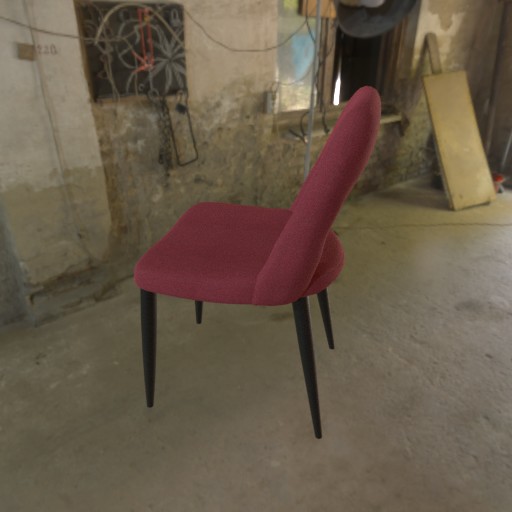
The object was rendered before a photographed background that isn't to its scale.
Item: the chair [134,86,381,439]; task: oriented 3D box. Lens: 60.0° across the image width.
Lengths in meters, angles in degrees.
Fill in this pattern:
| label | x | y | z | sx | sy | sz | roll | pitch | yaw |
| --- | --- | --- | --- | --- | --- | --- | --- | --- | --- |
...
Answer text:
| label | x | y | z | sx | sy | sz | roll | pitch | yaw |
| --- | --- | --- | --- | --- | --- | --- | --- | --- | --- |
| chair | 0.000 | 0.000 | 1.235 | 0.569 | 0.892 | 0.483 | 7 | 30 | 12 |
